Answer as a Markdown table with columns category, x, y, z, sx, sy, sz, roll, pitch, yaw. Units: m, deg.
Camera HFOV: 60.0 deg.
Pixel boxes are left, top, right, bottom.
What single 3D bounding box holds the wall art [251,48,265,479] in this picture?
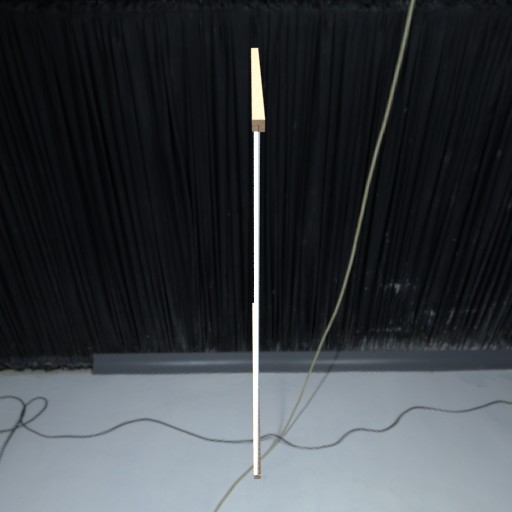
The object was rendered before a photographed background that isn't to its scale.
| category | x | y | z | sx | sy | sz | roll | pitch | yaw |
| --- | --- | --- | --- | --- | --- | --- | --- | --- | --- |
| wall art | 0.000 | 0.000 | 0.783 | 0.012 | 0.608 | 0.459 | 0 | 33 | -1 |
